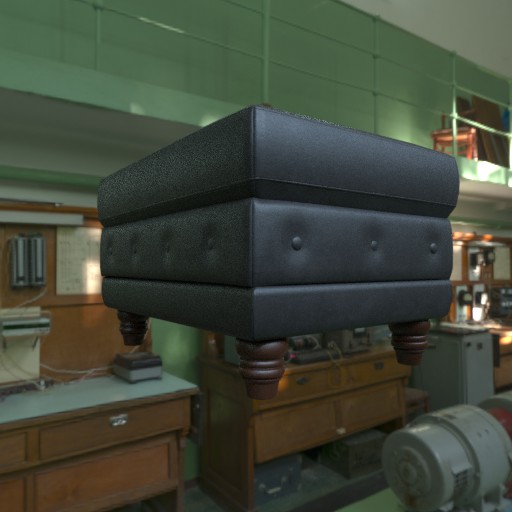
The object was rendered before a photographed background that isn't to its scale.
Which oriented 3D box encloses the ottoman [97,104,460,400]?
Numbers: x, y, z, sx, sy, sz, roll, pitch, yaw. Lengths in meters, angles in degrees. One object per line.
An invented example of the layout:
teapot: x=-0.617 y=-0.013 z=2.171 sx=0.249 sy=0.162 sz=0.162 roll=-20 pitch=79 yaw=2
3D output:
ottoman: x=0.000 y=0.000 z=1.147 sx=0.590 sy=0.498 sz=0.795 roll=1 pitch=-1 yaw=-36
